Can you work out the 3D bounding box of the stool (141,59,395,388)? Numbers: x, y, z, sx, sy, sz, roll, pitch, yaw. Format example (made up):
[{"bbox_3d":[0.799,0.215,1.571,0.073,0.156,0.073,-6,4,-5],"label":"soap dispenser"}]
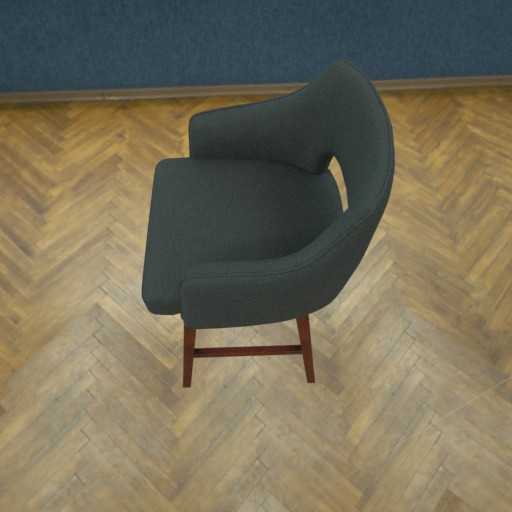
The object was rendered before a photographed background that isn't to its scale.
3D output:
[{"bbox_3d":[0.000,0.000,1.301,0.558,1.012,0.548,-2,58,-1],"label":"stool"}]
